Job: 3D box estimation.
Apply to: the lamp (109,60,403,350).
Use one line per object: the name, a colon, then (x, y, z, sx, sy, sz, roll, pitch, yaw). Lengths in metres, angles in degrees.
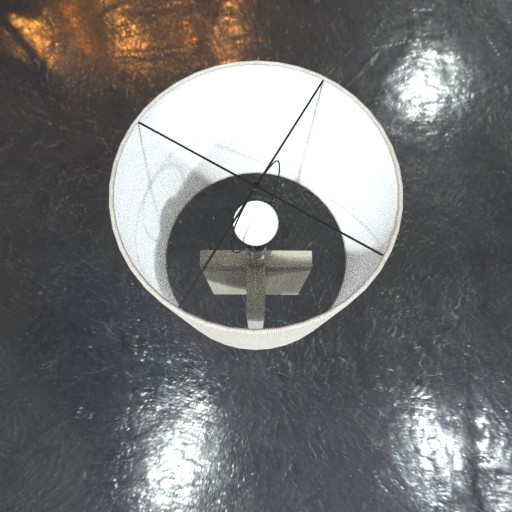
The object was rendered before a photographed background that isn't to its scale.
lamp: (0.000, 0.000, 0.550, 0.229, 0.428, 0.229, 0, 75, 0)
